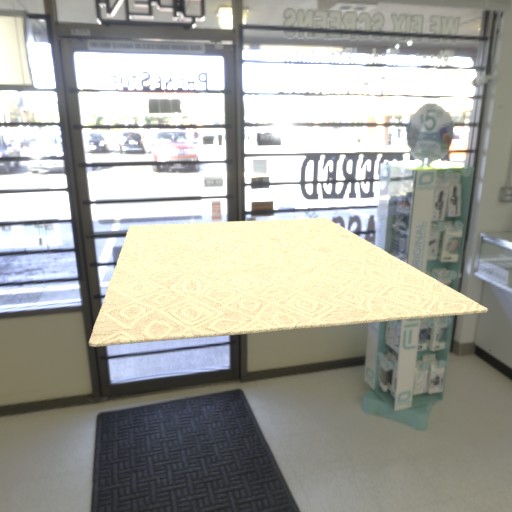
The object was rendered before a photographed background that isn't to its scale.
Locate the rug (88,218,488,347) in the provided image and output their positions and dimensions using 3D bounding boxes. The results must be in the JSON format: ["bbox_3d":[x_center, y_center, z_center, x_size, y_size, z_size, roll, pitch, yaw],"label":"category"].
[{"bbox_3d":[0.000,0.000,4.031,2.449,0.025,3.049,-3,17,-11],"label":"rug"}]
